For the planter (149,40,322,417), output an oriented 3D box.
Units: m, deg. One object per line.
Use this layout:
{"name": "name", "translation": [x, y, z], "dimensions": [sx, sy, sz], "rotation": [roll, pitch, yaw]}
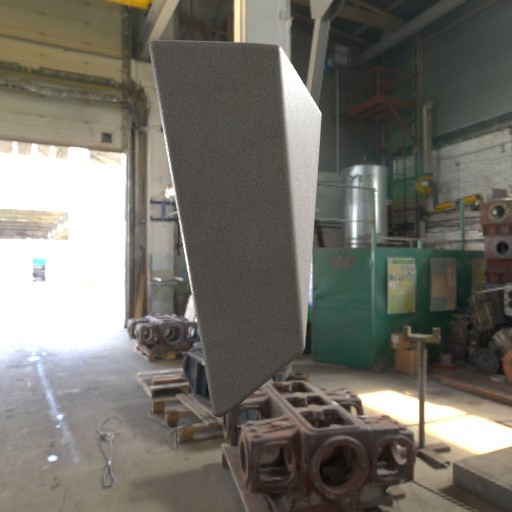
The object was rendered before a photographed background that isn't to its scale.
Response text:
{"name": "planter", "translation": [0.000, 0.000, 0.265], "dimensions": [0.060, 0.197, 0.150], "rotation": [0, -1, 19]}
